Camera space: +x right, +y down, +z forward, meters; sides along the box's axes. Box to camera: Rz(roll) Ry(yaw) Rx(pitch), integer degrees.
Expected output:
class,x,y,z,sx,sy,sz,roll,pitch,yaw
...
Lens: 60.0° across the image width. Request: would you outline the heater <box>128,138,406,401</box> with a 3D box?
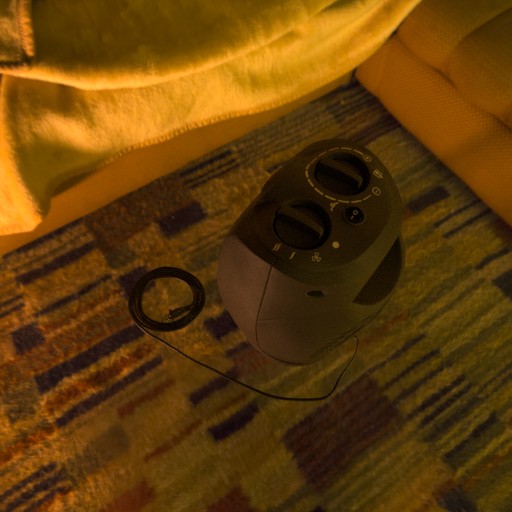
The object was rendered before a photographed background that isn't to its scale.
class,x,y,z,sx,sy,sz,roll,pitch,yaw
heater,0.000,0.000,0.477,0.291,0.255,0.239,33,67,16
